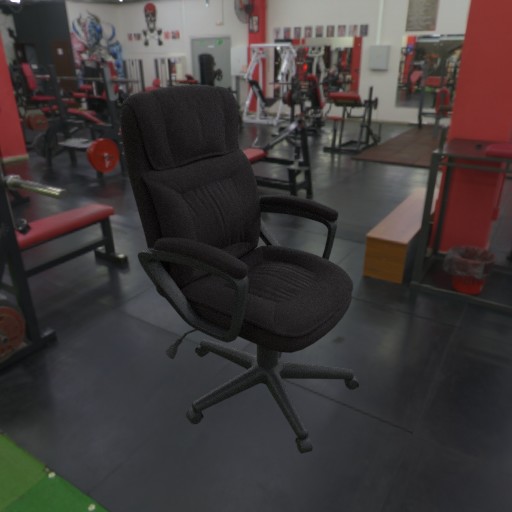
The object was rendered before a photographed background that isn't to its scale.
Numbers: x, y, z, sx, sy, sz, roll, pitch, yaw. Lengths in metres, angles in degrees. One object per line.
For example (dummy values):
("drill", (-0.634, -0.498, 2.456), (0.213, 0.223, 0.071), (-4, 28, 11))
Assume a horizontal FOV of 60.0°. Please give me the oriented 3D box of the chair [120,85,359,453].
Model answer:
("chair", (0.000, 0.000, 1.564), (0.724, 1.105, 0.667), (16, 29, 32))
